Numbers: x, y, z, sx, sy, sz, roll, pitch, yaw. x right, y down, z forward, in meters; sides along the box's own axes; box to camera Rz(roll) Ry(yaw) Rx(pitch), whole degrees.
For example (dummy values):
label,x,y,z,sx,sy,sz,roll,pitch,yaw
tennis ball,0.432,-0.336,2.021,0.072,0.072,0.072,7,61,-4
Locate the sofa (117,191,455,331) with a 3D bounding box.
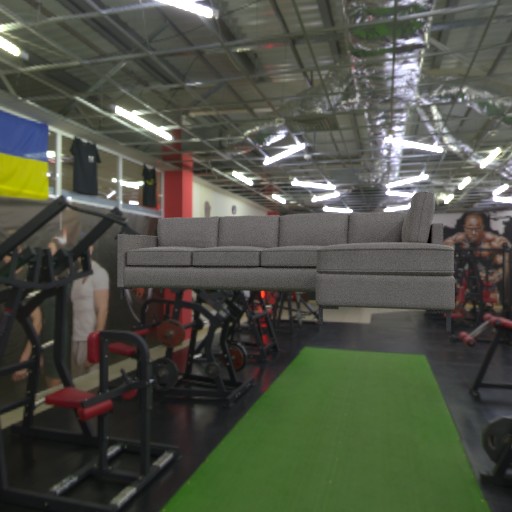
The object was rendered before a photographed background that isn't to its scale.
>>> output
label,x,y,z,sx,sy,sz,roll,pitch,yaw
sofa,0.000,0.000,4.271,3.331,0.964,2.077,0,0,19
